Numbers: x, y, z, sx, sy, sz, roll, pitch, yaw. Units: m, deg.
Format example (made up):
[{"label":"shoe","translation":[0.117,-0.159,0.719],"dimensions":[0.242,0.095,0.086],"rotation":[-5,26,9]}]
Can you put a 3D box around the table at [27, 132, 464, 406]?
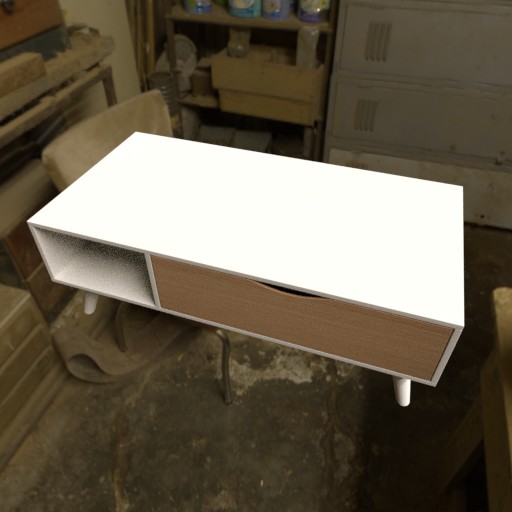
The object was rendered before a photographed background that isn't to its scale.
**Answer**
[{"label":"table","translation":[0.000,0.000,1.494],"dimensions":[1.194,0.432,0.609],"rotation":[13,43,14]}]
